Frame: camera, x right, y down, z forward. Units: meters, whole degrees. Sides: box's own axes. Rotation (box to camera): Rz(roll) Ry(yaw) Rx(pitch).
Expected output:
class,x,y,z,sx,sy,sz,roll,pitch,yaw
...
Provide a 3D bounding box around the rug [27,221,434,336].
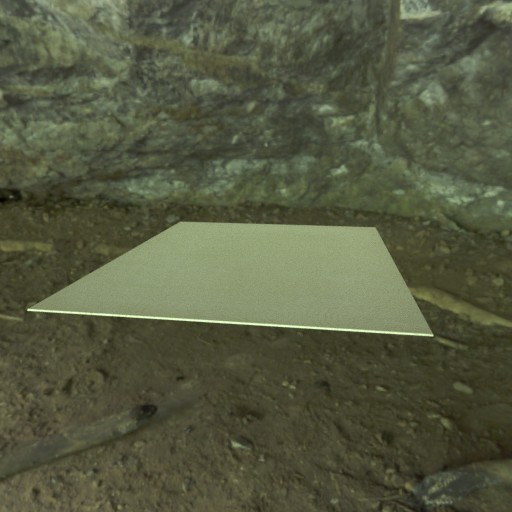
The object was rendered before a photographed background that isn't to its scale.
class,x,y,z,sx,sy,sz,roll,pitch,yaw
rug,0.000,0.000,3.444,2.073,0.011,2.584,2,15,8
